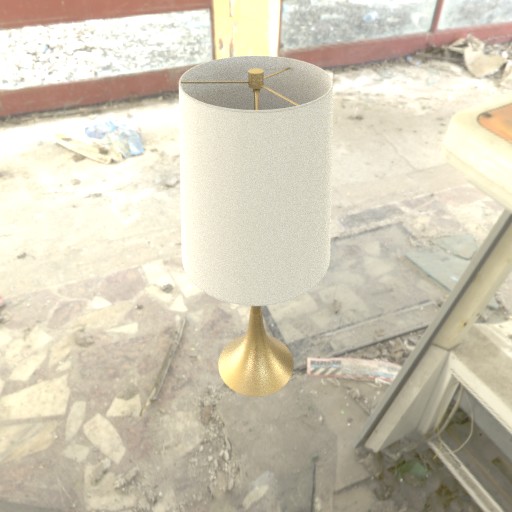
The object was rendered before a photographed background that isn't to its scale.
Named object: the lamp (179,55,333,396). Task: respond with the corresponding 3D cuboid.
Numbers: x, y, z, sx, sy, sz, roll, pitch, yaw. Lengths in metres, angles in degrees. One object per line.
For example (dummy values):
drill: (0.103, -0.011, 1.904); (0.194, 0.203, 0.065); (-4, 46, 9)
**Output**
lamp: (0.000, 0.000, 0.702); (0.231, 0.569, 0.231); (0, 41, 0)
